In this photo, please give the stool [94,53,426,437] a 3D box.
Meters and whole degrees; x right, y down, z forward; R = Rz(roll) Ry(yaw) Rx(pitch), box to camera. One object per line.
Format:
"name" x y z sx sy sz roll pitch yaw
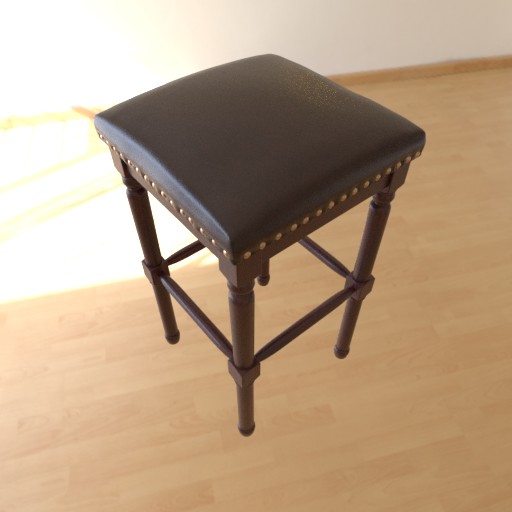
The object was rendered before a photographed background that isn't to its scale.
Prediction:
"stool" 0.000 0.000 0.918 0.383 0.702 0.382 -31 54 -26
